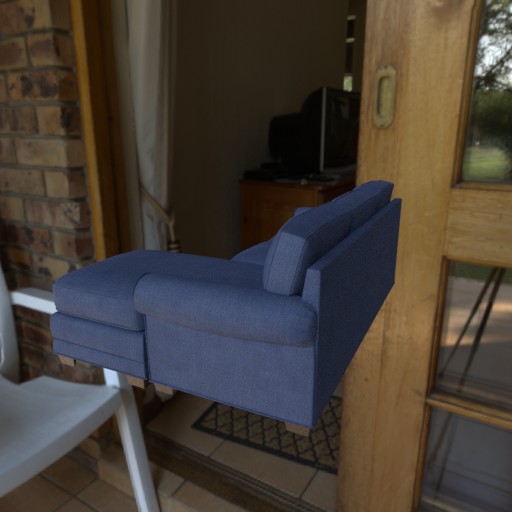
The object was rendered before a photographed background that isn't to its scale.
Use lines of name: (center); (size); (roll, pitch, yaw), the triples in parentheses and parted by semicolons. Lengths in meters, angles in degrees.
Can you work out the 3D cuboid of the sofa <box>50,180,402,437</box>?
sofa: (0.000, 0.000, 3.427); (1.780, 1.063, 2.567); (8, 18, 25)
